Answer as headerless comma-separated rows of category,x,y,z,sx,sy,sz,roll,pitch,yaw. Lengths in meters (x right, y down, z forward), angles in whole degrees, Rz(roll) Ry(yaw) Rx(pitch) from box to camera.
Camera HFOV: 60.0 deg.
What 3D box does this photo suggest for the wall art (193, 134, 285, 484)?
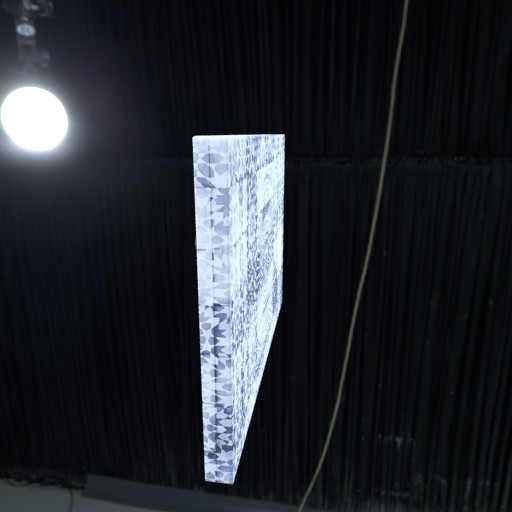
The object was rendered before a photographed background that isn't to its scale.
wall art,0.000,0.000,1.155,0.057,0.608,0.911,2,16,8
